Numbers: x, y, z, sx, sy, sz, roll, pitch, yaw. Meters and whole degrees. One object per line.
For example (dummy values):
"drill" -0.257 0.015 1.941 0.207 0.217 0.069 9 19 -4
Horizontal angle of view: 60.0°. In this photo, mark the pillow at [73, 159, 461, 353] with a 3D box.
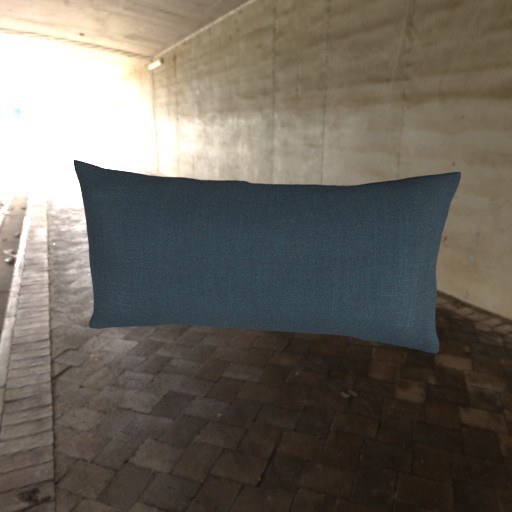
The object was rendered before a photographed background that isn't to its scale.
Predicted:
"pillow" 0.000 0.000 0.730 0.609 0.305 0.151 2 17 7
